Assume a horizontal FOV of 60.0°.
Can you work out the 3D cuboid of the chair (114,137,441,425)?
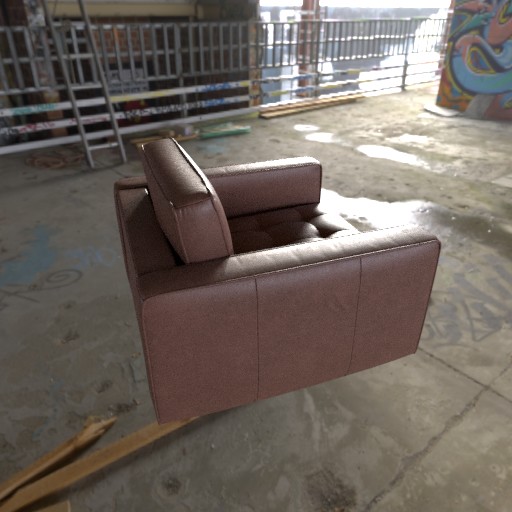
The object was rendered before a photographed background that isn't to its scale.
[{"bbox_3d":[0.000,0.000,1.605,0.900,0.770,0.920,-10,31,-17],"label":"chair"}]
